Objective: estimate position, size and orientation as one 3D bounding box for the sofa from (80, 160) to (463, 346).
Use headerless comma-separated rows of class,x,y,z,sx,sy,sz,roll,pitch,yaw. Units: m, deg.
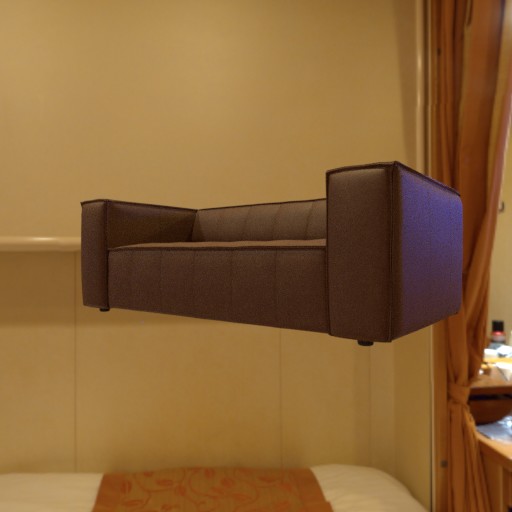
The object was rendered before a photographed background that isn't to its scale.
sofa,0.000,0.000,2.616,2.088,0.703,1.102,0,0,37
